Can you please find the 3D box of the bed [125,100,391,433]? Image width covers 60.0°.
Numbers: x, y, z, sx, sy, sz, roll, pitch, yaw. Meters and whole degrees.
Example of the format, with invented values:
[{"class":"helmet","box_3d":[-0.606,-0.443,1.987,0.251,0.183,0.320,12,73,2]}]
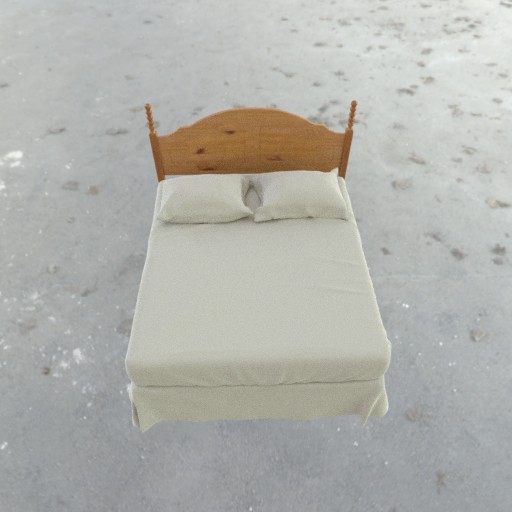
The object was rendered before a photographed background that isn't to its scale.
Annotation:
[{"class":"bed","box_3d":[0.000,0.000,3.241,1.873,1.356,2.040,-1,47,-1]}]
